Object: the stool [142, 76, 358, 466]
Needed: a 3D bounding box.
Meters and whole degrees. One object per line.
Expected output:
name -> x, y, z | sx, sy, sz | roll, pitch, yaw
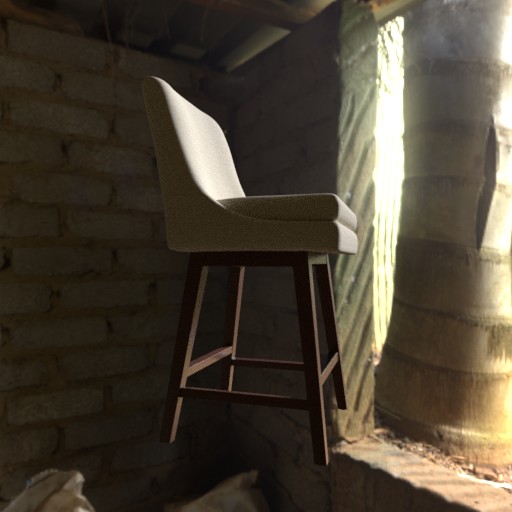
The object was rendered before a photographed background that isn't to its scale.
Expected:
stool -> 0.000, 0.000, 1.321 | 0.559, 0.991, 0.483 | 0, -1, 18
